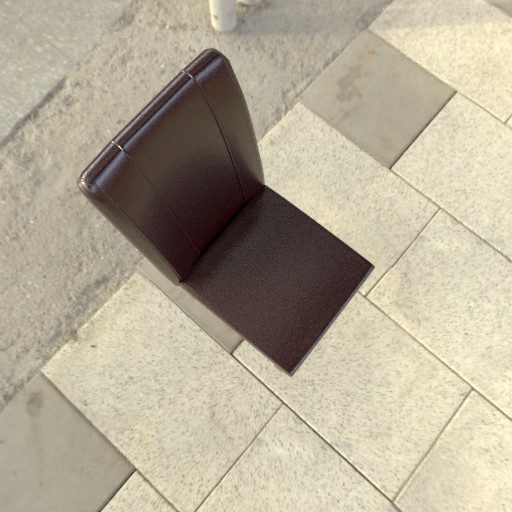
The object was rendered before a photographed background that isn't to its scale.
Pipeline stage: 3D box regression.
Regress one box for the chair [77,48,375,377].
[{"bbox_3d":[0.000,0.000,1.223,0.556,0.897,0.399,38,78,10],"label":"chair"}]
